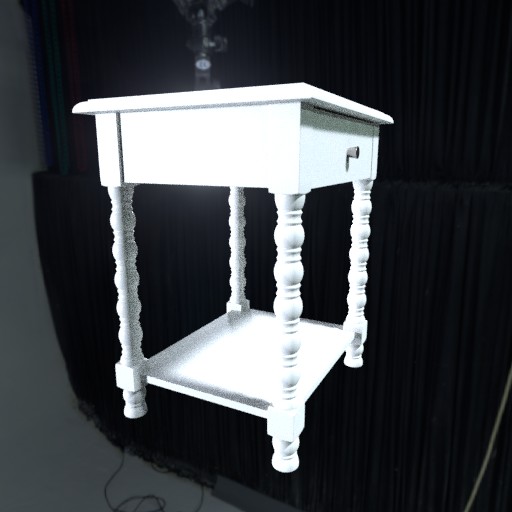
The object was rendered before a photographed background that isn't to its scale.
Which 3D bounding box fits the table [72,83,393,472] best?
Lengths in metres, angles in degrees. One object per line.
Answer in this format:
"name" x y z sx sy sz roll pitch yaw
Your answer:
"table" 0.000 0.000 0.830 0.381 0.531 0.460 7 14 27
